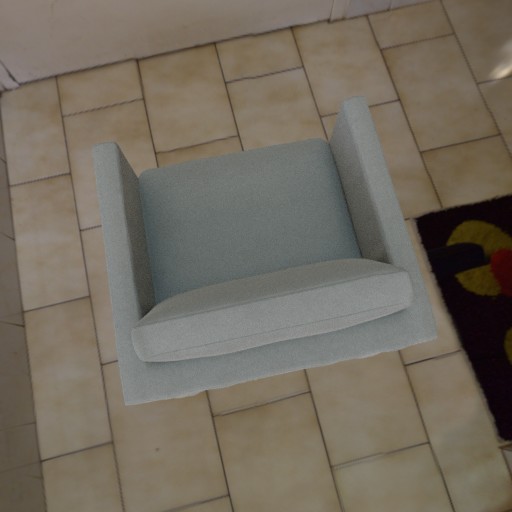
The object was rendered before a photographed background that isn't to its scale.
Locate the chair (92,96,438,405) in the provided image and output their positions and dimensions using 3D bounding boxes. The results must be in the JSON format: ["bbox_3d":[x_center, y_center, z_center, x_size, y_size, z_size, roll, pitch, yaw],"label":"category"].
[{"bbox_3d":[0.000,0.000,1.762,1.057,0.863,0.949,-11,75,-3],"label":"chair"}]
